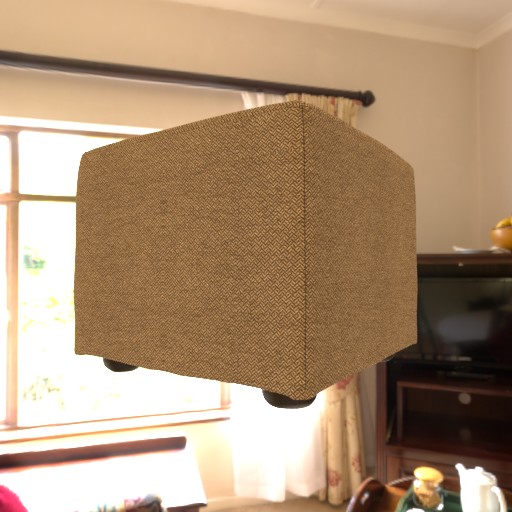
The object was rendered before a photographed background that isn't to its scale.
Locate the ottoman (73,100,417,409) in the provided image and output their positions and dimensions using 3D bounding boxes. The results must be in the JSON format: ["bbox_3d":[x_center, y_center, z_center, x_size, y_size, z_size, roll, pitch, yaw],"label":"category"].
[{"bbox_3d":[0.000,0.000,0.910,0.519,0.453,0.512,-1,-1,35],"label":"ottoman"}]
